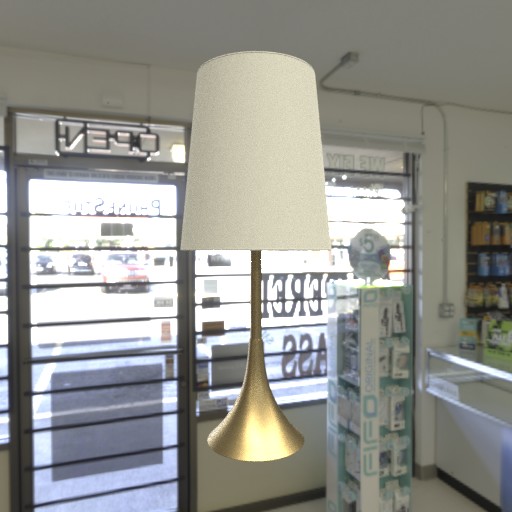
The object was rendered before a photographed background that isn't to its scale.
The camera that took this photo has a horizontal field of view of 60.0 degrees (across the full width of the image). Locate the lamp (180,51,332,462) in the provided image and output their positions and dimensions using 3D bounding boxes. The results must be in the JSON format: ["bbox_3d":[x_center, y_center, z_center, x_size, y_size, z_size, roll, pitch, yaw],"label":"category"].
[{"bbox_3d":[0.000,0.000,0.686,0.231,0.569,0.231,0,1,0],"label":"lamp"}]
